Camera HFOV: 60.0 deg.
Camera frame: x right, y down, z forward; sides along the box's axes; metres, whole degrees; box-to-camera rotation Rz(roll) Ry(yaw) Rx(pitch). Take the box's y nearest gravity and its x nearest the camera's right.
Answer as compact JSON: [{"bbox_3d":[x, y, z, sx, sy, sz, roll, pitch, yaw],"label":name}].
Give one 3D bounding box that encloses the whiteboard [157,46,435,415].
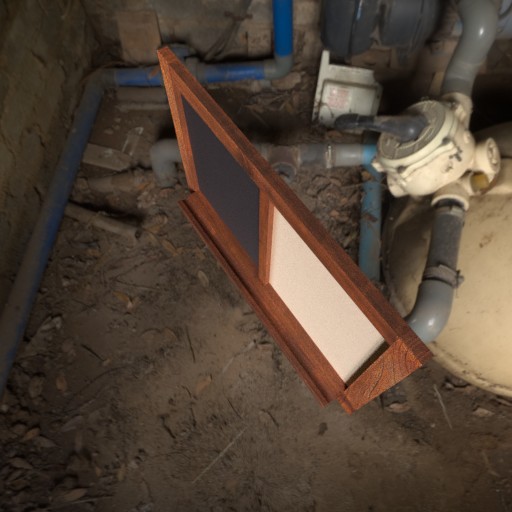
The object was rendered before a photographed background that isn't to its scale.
[{"bbox_3d":[0.000,0.000,0.999,0.083,0.553,0.768,-31,68,-15],"label":"whiteboard"}]
